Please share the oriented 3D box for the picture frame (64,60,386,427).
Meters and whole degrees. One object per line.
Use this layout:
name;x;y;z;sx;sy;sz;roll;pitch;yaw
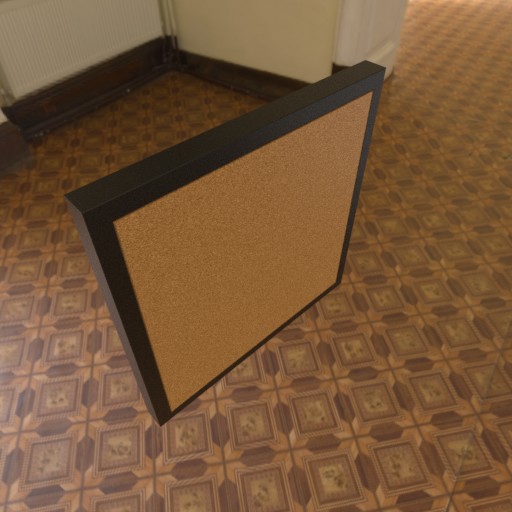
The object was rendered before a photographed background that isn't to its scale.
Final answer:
picture frame;0.000;0.000;0.525;0.355;0.353;0.029;-33;54;-28
